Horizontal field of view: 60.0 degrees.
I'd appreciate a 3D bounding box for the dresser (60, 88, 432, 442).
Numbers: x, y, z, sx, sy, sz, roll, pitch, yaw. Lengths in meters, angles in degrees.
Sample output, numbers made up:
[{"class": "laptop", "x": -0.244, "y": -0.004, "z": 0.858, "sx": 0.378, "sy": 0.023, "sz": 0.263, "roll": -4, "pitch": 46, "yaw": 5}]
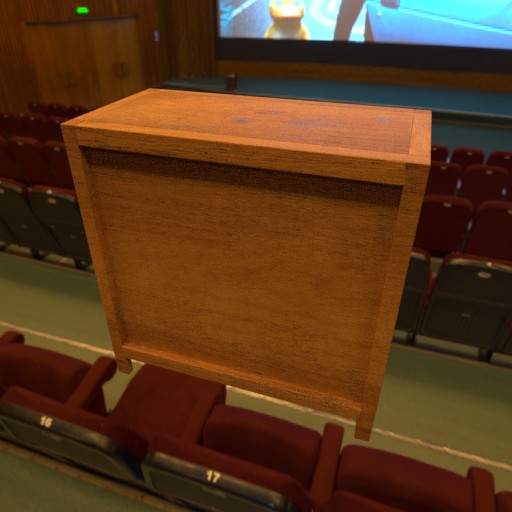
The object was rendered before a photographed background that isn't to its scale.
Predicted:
[{"class": "dresser", "x": 0.000, "y": 0.000, "z": 1.286, "sx": 0.804, "sy": 0.804, "sz": 0.427, "roll": 10, "pitch": 34, "yaw": 16}]
